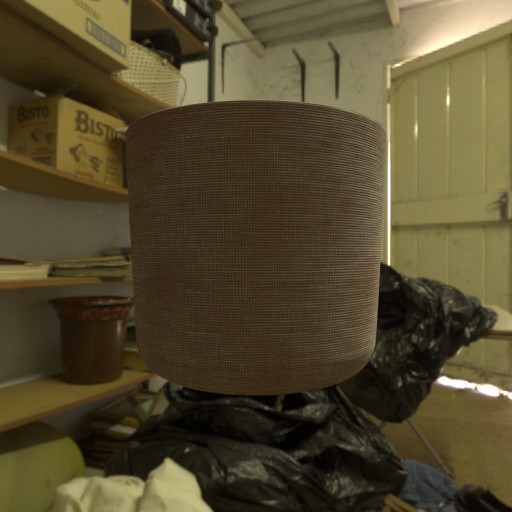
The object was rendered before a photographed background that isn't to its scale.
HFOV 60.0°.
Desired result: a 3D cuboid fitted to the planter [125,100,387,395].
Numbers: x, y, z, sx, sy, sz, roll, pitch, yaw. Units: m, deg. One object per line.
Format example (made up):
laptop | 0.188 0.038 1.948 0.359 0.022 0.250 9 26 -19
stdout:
planter | 0.000 0.000 0.779 0.440 0.398 0.440 0 0 0
